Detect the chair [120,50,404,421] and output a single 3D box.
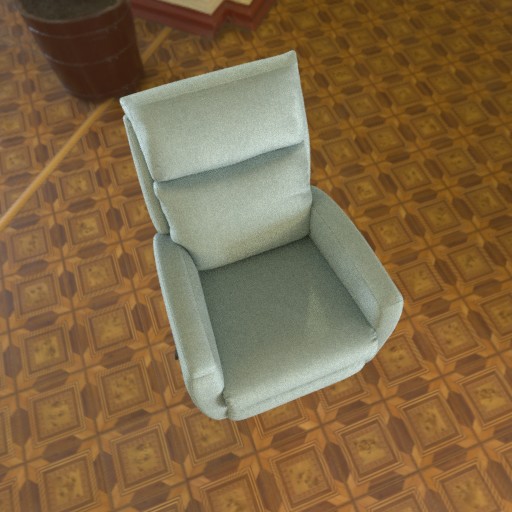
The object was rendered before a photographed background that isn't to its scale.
[{"bbox_3d":[0.000,0.000,1.647,0.812,1.013,0.940,-19,63,-10],"label":"chair"}]
